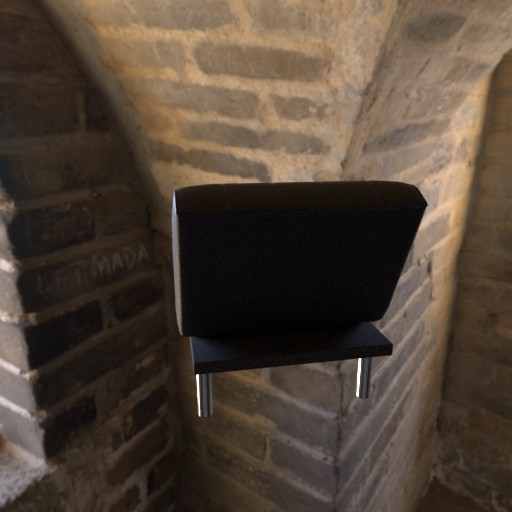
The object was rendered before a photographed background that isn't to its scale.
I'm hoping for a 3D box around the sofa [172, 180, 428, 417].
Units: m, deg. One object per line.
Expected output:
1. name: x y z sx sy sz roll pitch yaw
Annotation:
1. sofa: 0.000 0.000 2.065 0.760 0.820 1.560 -3 16 -11
